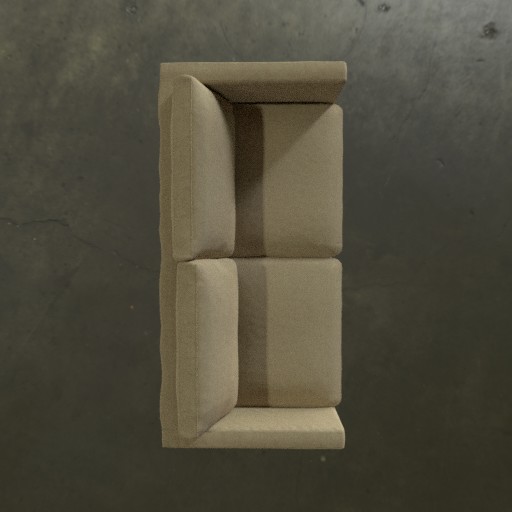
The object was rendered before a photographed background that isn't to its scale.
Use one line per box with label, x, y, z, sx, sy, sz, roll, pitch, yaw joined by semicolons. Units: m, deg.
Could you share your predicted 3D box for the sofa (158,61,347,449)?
sofa;0.000;0.000;2.481;0.962;0.835;1.959;0;92;1
